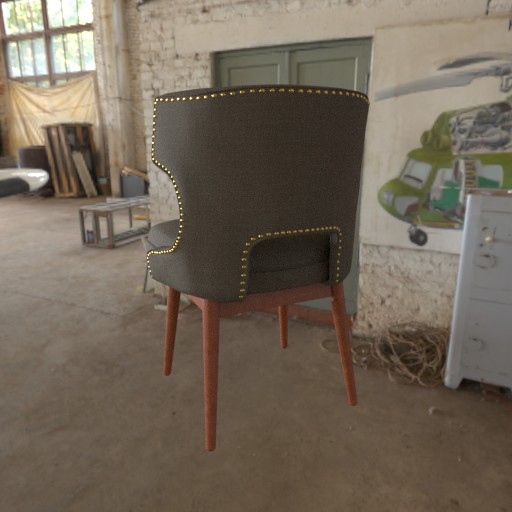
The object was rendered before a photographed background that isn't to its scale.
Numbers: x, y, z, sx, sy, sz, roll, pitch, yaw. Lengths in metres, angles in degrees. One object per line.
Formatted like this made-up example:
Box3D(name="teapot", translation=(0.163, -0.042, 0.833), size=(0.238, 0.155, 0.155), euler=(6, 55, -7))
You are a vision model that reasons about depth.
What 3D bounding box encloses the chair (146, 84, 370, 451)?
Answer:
Box3D(name="chair", translation=(0.000, 0.000, 1.263), size=(0.595, 0.863, 0.581), euler=(-7, 16, -25))
